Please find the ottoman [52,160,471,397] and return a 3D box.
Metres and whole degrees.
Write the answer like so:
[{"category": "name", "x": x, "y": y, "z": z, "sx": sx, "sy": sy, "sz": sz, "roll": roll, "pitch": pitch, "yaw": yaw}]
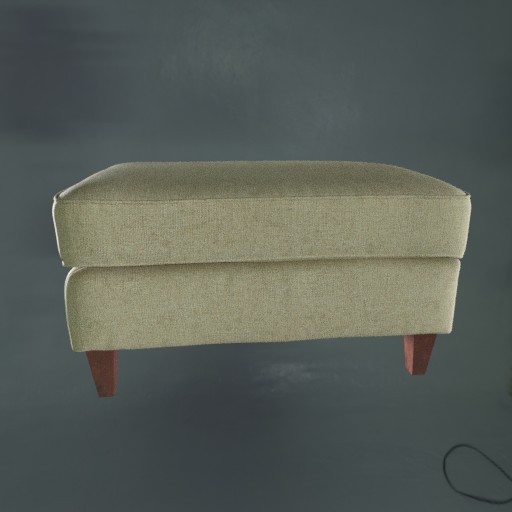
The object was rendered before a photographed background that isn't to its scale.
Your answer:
[{"category": "ottoman", "x": 0.000, "y": 0.000, "z": 1.186, "sx": 0.862, "sy": 0.484, "sz": 0.583, "roll": -2, "pitch": 17, "yaw": -7}]
